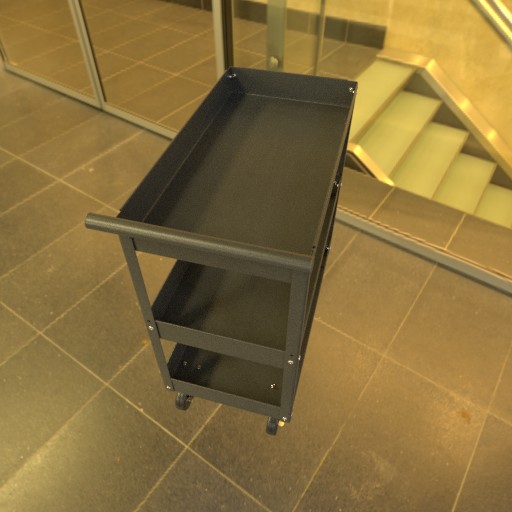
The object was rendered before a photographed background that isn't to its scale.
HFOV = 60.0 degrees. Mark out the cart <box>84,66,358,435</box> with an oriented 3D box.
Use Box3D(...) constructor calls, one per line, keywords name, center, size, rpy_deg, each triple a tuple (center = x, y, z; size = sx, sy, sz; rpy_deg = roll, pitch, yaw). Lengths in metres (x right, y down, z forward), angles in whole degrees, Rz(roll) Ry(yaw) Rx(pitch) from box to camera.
Box3D(name="cart", center=(0.000, 0.000, 1.183), size=(0.366, 0.780, 0.719), rpy_deg=(11, 47, 11))
